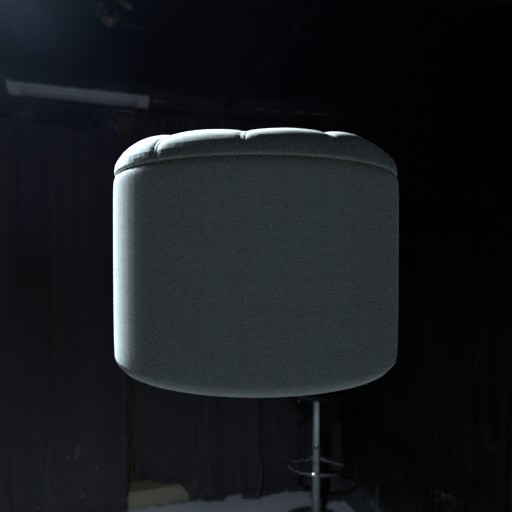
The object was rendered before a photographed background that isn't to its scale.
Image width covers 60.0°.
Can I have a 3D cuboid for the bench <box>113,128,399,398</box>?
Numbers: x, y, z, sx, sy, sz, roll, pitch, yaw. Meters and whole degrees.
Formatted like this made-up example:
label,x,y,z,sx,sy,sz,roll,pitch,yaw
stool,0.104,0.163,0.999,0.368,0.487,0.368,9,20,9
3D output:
label,x,y,z,sx,sy,sz,roll,pitch,yaw
bench,0.000,0.000,0.979,0.600,0.453,0.600,0,1,0
